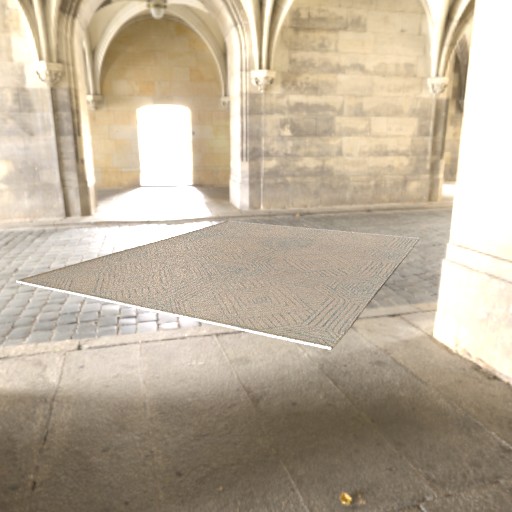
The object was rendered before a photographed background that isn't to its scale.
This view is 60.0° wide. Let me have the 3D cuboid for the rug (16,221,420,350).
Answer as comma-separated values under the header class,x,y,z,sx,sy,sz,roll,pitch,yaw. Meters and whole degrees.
class,x,y,z,sx,sy,sz,roll,pitch,yaw
rug,0.000,0.000,4.068,2.457,0.015,3.049,7,16,27
